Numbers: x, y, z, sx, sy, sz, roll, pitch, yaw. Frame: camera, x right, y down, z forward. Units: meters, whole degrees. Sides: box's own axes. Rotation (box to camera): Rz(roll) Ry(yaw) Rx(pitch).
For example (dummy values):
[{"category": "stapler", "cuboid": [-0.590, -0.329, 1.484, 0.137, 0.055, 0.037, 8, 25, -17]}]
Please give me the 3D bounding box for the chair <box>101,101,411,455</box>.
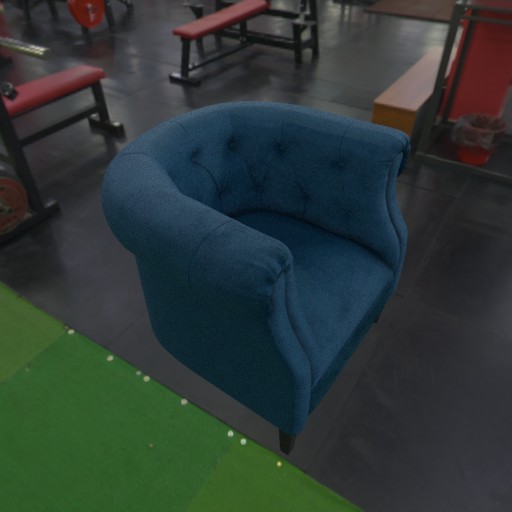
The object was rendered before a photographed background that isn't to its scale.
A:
[{"category": "chair", "cuboid": [0.000, 0.000, 1.568, 0.851, 0.826, 0.904, 25, 47, 26]}]
